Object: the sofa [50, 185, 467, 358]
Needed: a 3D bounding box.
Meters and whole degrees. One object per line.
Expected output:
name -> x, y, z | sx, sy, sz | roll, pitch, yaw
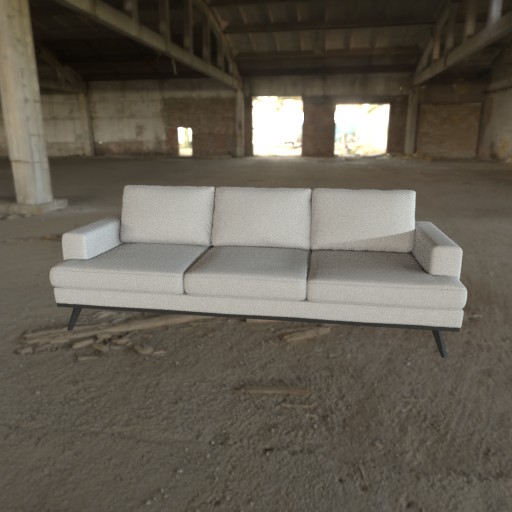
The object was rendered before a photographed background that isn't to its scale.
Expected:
sofa -> 0.000, 0.000, 2.820 | 2.310, 0.810, 0.920 | 2, 16, 9
